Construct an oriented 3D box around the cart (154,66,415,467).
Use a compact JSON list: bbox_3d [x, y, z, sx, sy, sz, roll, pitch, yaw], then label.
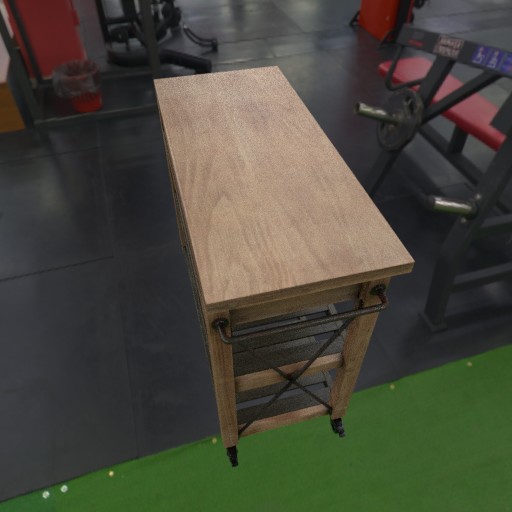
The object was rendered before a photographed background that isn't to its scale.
[{"bbox_3d":[0.000,0.000,0.987,0.298,0.554,0.686,-11,47,-10],"label":"cart"}]
